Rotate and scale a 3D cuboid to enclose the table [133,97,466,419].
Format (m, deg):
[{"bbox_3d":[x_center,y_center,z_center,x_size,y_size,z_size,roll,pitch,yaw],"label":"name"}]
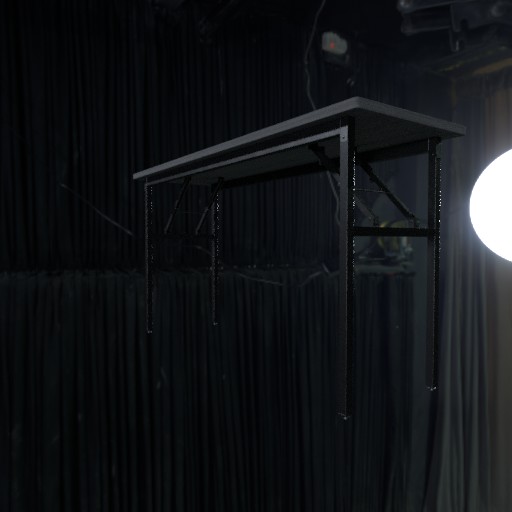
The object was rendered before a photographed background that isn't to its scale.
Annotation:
[{"bbox_3d":[0.000,0.000,1.686,0.449,0.750,1.399,-1,2,-35],"label":"table"}]
